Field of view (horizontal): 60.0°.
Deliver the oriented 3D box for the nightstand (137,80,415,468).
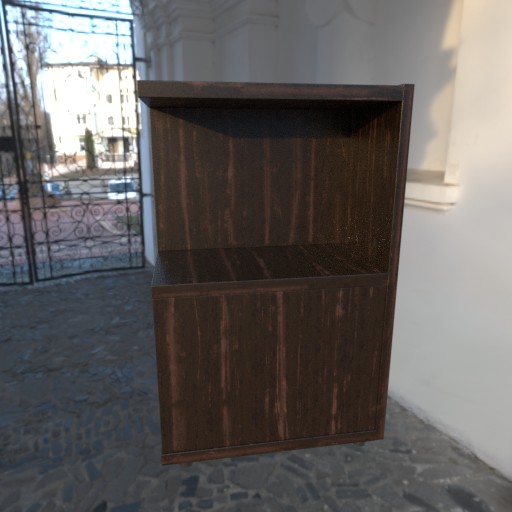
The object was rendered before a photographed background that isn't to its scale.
[{"bbox_3d":[0.000,0.000,0.817,0.356,0.559,0.400,-3,15,-9],"label":"nightstand"}]
